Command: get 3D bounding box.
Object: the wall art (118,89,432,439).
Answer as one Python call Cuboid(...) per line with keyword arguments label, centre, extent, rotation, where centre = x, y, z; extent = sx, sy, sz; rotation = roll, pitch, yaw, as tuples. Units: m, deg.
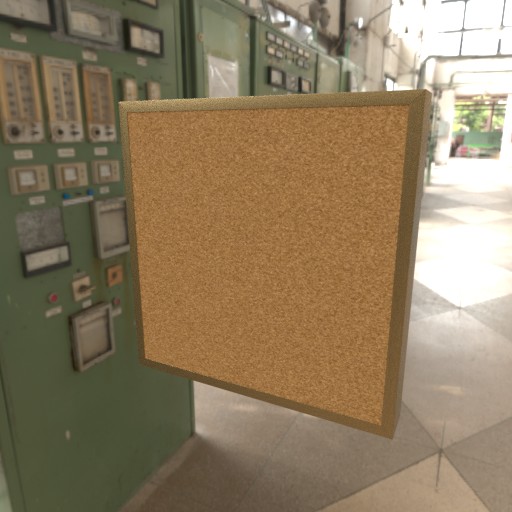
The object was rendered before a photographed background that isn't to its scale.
Cuboid(label="wall art", centre=(0.000, 0.000, 0.453), extent=(0.304, 0.305, 0.038), rotation=(8, 17, 26))
